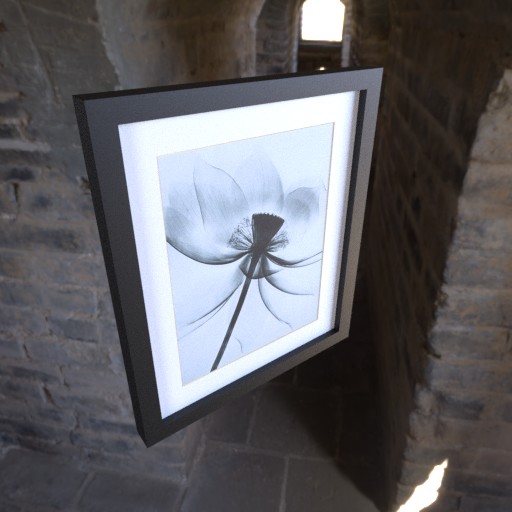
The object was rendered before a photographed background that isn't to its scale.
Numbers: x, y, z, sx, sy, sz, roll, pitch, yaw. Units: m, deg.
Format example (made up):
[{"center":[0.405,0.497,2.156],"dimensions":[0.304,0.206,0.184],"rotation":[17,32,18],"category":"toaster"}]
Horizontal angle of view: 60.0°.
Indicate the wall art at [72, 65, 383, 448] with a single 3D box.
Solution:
[{"center":[0.000,0.000,0.509],"dimensions":[0.330,0.381,0.029],"rotation":[-20,35,-31],"category":"wall art"}]
